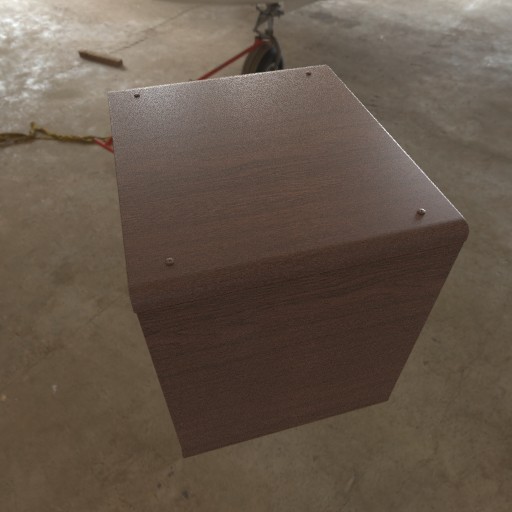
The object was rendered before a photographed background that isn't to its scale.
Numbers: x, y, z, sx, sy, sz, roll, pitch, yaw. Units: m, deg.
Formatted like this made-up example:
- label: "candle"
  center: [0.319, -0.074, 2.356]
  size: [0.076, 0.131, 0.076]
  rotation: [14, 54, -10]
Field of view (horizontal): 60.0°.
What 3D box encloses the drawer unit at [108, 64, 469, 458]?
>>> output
- label: "drawer unit"
  center: [0.000, 0.000, 0.590]
  size: [0.290, 0.344, 0.344]
  rotation: [-12, 48, -11]
